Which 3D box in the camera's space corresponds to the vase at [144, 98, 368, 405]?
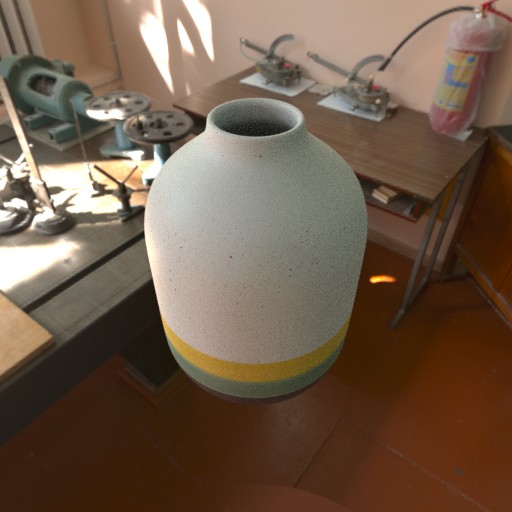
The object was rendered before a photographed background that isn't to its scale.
[{"bbox_3d":[0.000,0.000,0.366,0.169,0.240,0.169,0,41,0],"label":"vase"}]
